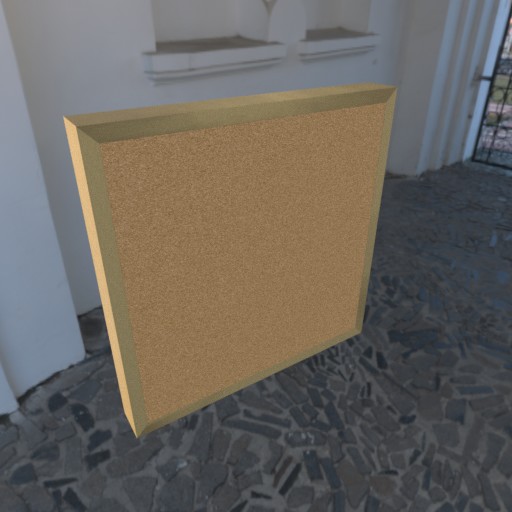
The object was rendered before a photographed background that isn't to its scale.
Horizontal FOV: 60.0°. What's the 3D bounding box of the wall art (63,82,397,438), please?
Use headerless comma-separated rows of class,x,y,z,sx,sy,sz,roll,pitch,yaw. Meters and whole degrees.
wall art,0.000,0.000,0.450,0.304,0.305,0.038,-17,34,-28
